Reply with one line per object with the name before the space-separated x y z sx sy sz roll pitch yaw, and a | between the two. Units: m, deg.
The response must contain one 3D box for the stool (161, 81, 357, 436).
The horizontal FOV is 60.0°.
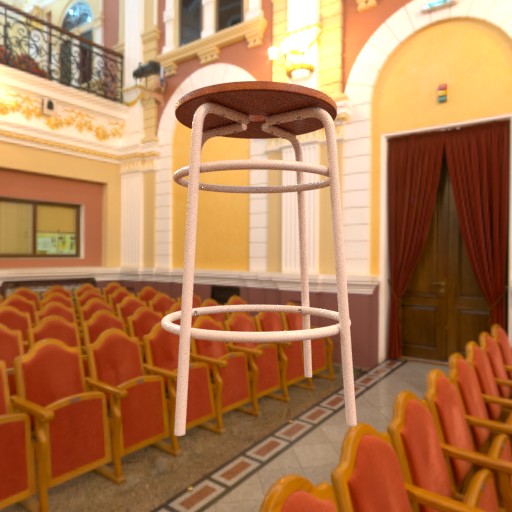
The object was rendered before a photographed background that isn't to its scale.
stool | 0.000 0.000 0.935 0.455 0.610 0.455 1 1 37
